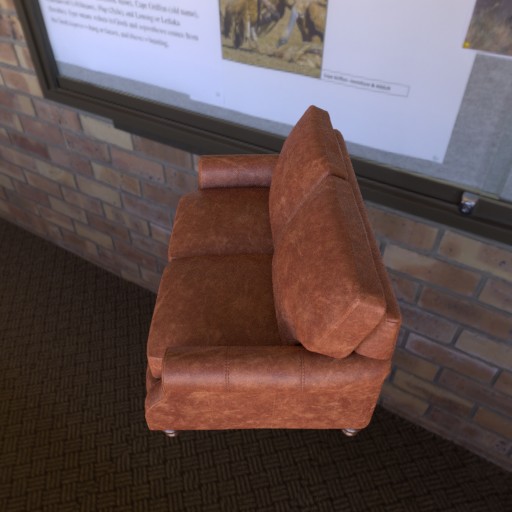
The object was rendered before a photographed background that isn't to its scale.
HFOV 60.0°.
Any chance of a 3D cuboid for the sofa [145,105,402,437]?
[{"bbox_3d":[0.000,0.000,2.216,0.990,0.967,1.616,0,41,0],"label":"sofa"}]
